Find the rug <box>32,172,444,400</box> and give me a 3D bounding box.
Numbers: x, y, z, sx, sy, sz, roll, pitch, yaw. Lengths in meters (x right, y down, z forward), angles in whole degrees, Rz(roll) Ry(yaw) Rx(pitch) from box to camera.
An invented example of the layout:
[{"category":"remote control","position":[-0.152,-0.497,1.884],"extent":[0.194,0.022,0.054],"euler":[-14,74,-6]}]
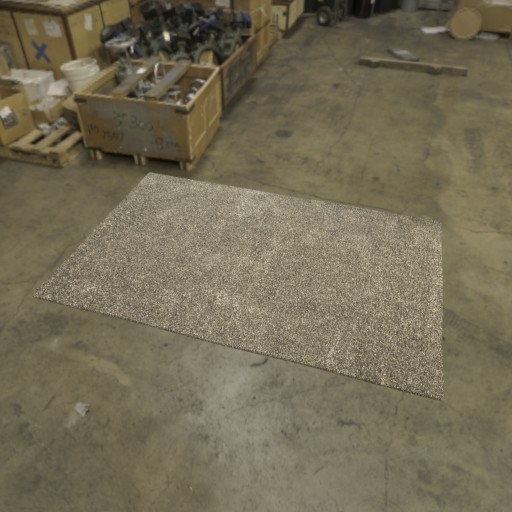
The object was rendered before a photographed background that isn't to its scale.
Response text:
[{"category":"rug","position":[0.000,0.000,2.929],"extent":[2.350,0.025,1.502],"euler":[11,42,13]}]
